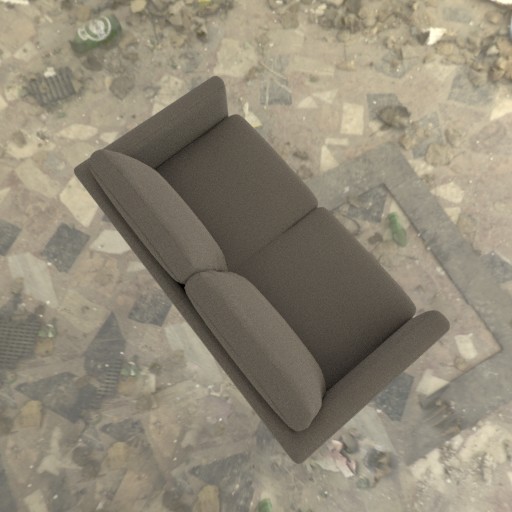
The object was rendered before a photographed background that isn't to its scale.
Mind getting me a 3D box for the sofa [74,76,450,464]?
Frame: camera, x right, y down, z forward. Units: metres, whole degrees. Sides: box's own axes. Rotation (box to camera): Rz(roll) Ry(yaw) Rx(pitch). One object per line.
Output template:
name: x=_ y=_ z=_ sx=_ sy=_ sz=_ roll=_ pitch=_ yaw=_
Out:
sofa: x=0.000 y=0.000 z=2.271 sx=0.940 sy=0.866 sz=1.713 roll=-38 pitch=77 yaw=-11
